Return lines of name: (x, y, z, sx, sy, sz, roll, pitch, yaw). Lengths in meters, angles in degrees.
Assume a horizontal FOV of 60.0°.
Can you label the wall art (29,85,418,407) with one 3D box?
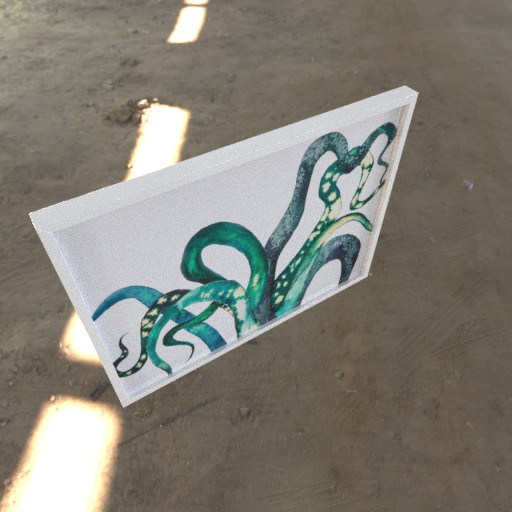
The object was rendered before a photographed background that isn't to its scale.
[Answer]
wall art: (0.000, 0.000, 1.348, 1.041, 0.787, 0.053, -25, 51, -22)
